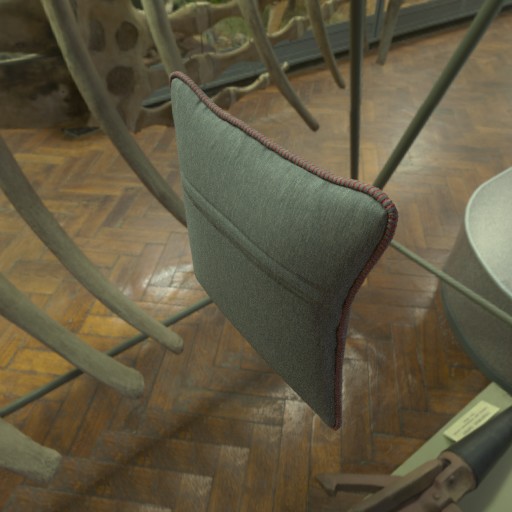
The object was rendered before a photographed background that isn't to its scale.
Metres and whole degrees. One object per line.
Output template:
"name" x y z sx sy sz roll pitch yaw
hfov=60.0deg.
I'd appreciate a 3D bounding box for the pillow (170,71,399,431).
"pillow" 0.000 0.000 0.745 0.124 0.491 0.482 -26 49 -26
